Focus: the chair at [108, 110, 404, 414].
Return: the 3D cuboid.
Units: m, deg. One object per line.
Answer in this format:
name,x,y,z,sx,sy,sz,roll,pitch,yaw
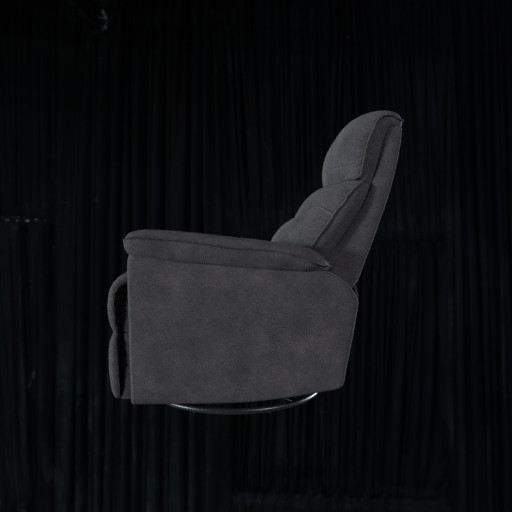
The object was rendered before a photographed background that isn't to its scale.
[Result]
chair,0.000,0.000,1.758,1.009,1.035,0.830,0,0,0
